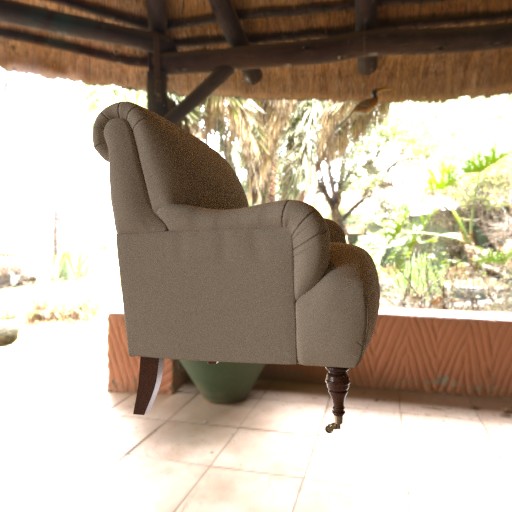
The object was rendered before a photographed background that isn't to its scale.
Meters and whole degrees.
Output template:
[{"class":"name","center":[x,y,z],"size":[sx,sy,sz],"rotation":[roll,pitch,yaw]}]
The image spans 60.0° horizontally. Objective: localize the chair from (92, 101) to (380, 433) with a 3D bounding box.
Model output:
[{"class":"chair","center":[0.000,0.000,1.558],"size":[0.842,0.942,0.766],"rotation":[0,1,15]}]
